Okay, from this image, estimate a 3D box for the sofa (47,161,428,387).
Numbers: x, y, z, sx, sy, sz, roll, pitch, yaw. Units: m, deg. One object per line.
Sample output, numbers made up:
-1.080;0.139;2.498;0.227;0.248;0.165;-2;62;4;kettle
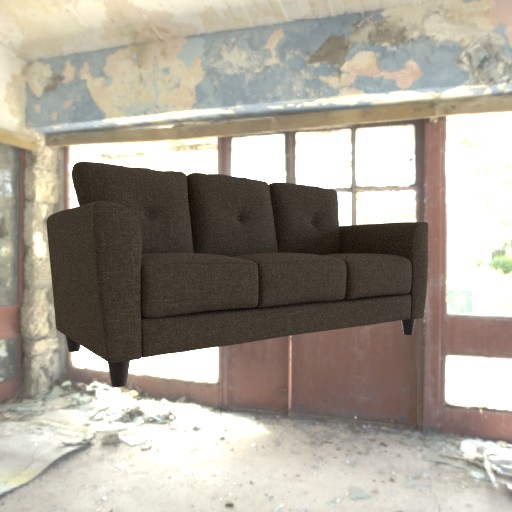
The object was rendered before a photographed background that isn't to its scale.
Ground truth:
0.000;0.000;2.289;1.847;0.891;0.837;0;1;-36;sofa
